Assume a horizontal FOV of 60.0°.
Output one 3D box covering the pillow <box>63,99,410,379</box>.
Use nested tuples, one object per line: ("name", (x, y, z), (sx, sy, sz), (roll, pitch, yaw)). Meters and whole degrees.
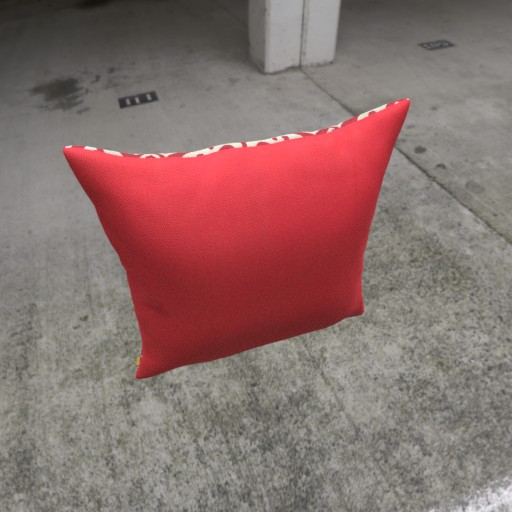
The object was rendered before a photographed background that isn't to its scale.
("pillow", (0.000, 0.000, 0.793), (0.522, 0.507, 0.192), (-13, 42, -14))
